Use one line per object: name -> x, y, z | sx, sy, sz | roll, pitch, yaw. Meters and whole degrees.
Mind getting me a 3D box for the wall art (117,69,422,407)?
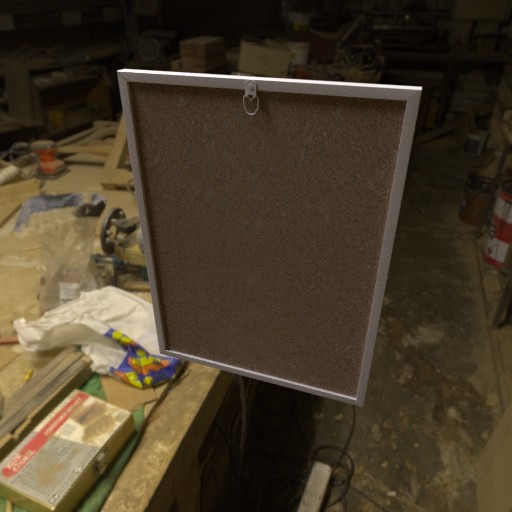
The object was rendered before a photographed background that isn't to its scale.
wall art -> 0.000, 0.000, 1.400 | 0.805, 1.056, 0.042 | 10, 33, 16
